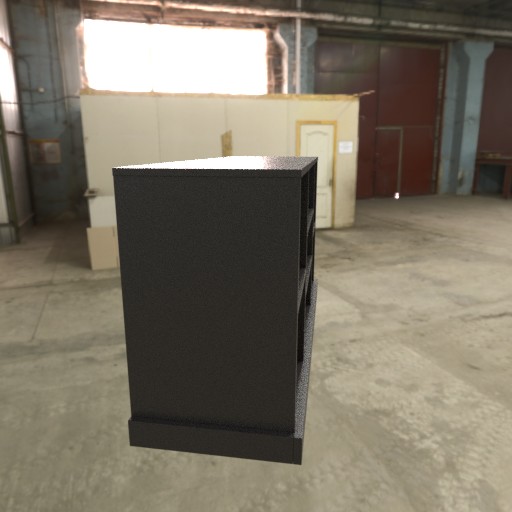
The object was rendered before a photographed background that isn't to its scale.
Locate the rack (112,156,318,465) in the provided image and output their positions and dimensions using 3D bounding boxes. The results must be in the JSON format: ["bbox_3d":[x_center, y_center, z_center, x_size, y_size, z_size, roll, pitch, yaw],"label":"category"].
[{"bbox_3d":[0.000,0.000,1.503,0.399,0.635,1.206,2,14,9],"label":"rack"}]
